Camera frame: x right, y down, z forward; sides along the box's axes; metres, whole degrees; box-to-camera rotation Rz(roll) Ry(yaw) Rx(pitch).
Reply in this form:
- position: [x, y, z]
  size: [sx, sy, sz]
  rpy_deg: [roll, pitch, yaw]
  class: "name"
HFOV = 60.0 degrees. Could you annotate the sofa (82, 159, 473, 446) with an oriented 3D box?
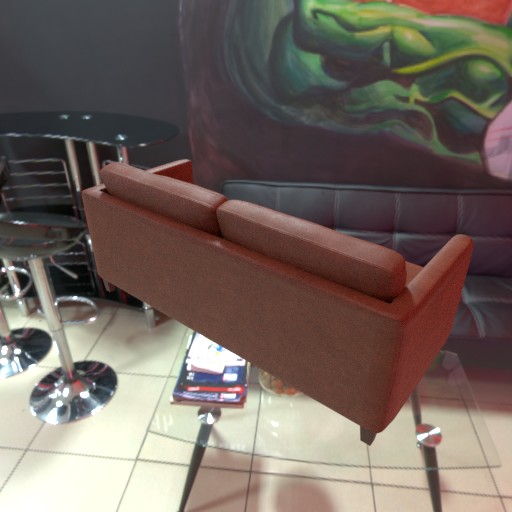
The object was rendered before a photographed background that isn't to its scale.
- position: [0.000, 0.000, 2.717]
  size: [2.204, 0.932, 0.950]
  rpy_deg: [22, 36, 33]
  class: "sofa"
